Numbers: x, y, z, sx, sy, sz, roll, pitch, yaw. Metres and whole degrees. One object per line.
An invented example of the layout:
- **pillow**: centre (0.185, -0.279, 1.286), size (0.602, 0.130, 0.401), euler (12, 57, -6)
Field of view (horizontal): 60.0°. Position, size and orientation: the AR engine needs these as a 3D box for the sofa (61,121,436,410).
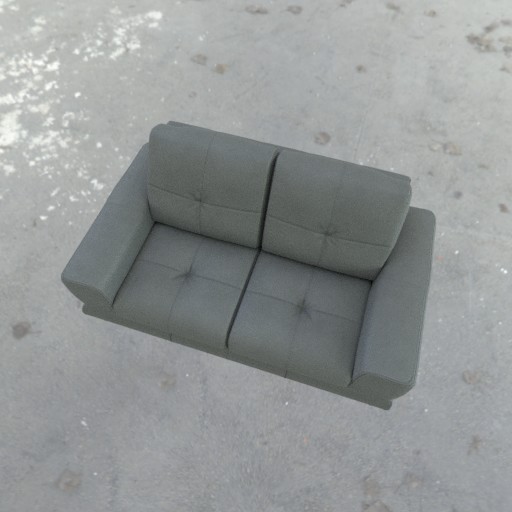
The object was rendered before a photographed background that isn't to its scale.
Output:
- **sofa**: centre (0.000, 0.000, 2.388), size (1.806, 0.907, 1.018), euler (16, 60, 9)
